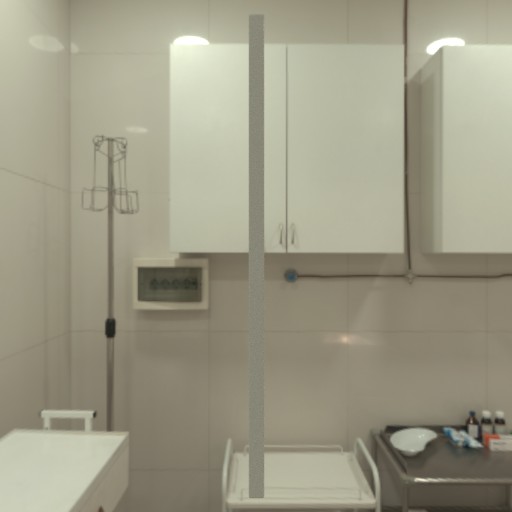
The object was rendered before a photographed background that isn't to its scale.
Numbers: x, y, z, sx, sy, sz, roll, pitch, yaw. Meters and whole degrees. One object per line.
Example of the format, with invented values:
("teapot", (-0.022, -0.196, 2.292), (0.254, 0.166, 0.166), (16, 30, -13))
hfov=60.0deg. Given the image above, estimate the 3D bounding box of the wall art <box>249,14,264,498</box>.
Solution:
("wall art", (0.000, 0.000, 1.484), (0.038, 1.183, 0.808), (0, 0, 0))
